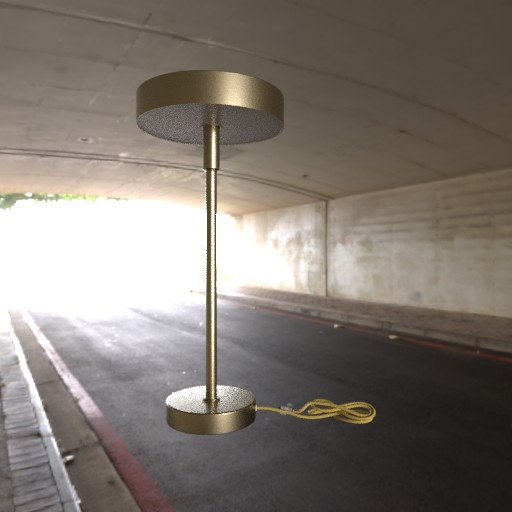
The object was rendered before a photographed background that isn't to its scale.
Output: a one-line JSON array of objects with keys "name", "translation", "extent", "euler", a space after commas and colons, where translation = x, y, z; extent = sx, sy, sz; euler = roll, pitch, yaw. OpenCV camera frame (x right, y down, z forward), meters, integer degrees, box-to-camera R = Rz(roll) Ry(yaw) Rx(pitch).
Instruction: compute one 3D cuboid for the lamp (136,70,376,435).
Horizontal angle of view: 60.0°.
[{"name": "lamp", "translation": [0.000, 0.000, 0.696], "extent": [0.369, 0.508, 0.229], "euler": [0, 0, 1]}]
